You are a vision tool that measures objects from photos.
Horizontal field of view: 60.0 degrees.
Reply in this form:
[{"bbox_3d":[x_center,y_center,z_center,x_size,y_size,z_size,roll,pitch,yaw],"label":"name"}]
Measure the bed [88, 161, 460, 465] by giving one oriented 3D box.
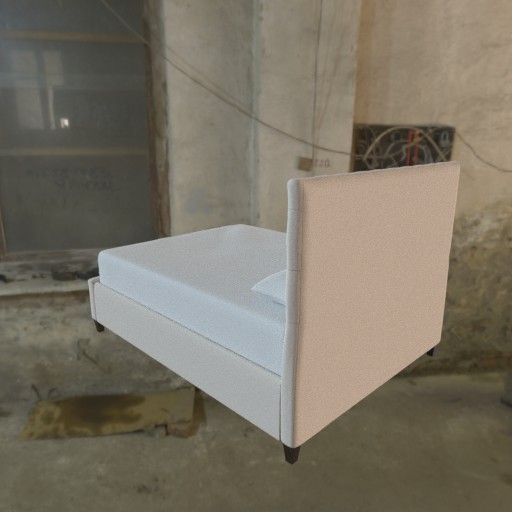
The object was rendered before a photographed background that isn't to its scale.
[{"bbox_3d":[0.000,0.000,3.335,1.696,1.426,2.233,-15,22,-42],"label":"bed"}]
